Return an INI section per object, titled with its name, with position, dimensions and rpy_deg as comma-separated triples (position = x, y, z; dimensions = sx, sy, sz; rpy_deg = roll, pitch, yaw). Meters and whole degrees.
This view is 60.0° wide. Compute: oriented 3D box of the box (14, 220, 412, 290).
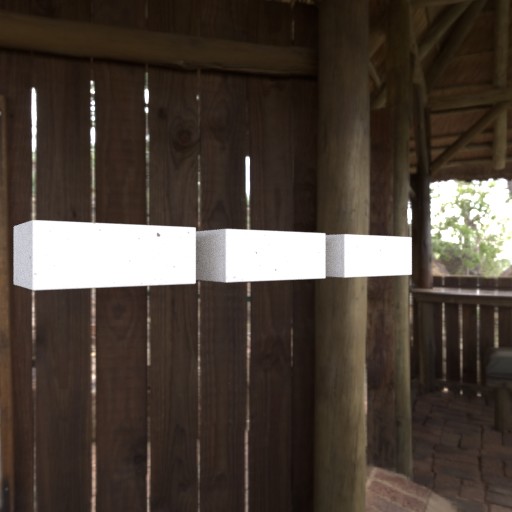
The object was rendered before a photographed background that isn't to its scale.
[box]
position = 0.000, 0.000, 0.487
dimensions = 0.461, 0.051, 0.082
rpy_deg = 0, 0, -37
